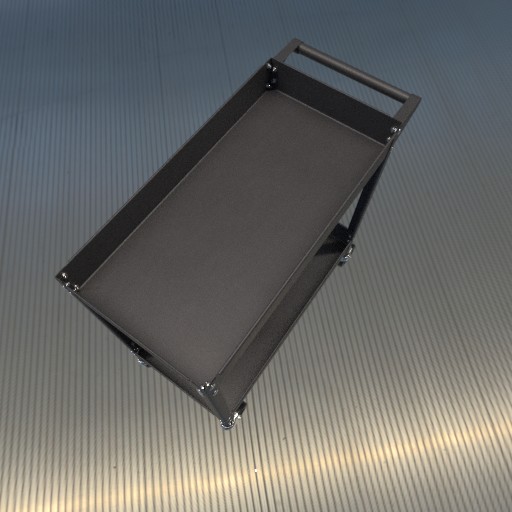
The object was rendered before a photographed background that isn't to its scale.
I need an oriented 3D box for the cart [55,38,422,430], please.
[{"bbox_3d":[0.000,0.000,1.185,0.366,0.719,0.779,33,68,15],"label":"cart"}]
